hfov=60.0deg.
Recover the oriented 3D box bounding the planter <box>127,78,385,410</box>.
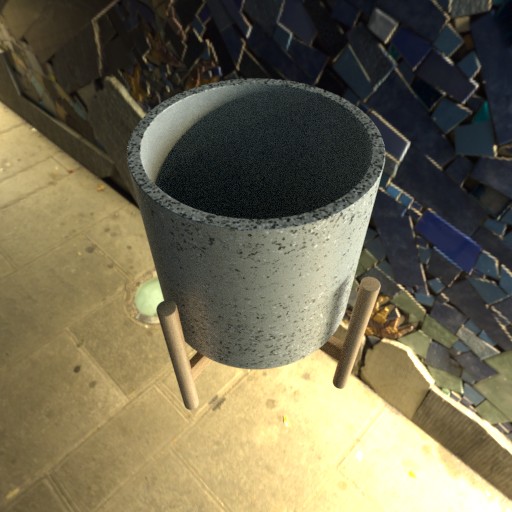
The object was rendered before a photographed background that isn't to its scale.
[{"bbox_3d":[0.000,0.000,0.686,0.360,0.419,0.360,-24,53,-20],"label":"planter"}]
